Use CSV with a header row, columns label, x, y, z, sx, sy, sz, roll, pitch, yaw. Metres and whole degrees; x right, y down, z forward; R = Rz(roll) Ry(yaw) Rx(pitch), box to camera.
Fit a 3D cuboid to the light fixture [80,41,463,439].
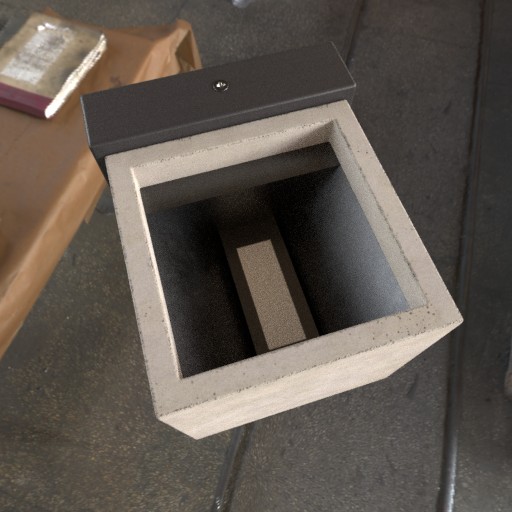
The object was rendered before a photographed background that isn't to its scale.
label,x,y,z,sx,sy,sz,roll,pitch,yaw
light fixture,0.000,0.000,0.228,0.121,0.121,0.143,-15,65,-7
